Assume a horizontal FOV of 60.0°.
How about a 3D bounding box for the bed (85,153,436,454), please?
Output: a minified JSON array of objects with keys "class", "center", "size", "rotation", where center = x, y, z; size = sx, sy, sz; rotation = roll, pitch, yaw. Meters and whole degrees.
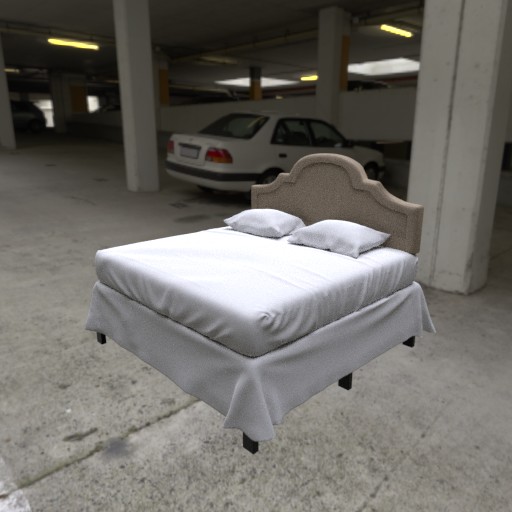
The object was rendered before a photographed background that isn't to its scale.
[{"class":"bed","center":[0.000,0.000,3.738],"size":[2.222,1.631,2.303],"rotation":[-15,21,-42]}]
